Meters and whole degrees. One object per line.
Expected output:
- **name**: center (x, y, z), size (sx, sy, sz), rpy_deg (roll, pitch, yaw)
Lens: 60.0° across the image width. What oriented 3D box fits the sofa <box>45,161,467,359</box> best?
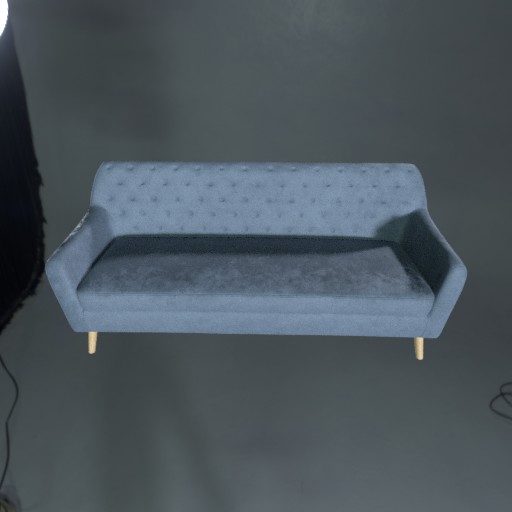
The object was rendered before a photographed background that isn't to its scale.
- **sofa**: center (0.000, 0.000, 2.433), size (1.975, 0.832, 0.841), rpy_deg (1, 29, 1)
